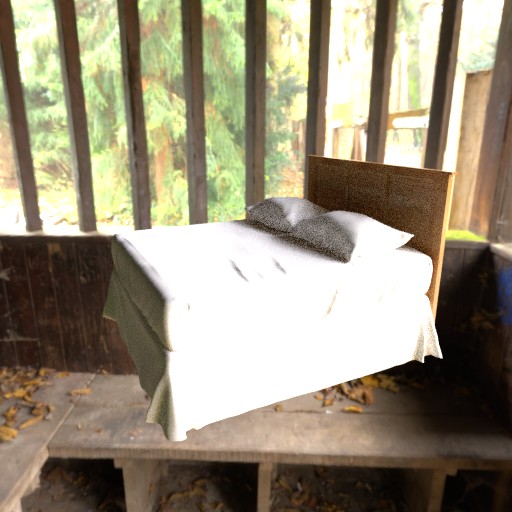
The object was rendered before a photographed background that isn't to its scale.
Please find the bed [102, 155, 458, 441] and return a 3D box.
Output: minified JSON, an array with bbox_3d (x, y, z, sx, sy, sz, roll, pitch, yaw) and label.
[{"bbox_3d":[0.000,0.000,3.233,2.035,1.273,1.870,-8,19,-25],"label":"bed"}]
